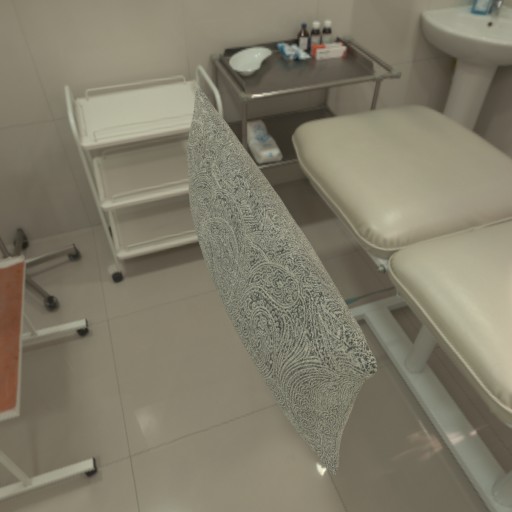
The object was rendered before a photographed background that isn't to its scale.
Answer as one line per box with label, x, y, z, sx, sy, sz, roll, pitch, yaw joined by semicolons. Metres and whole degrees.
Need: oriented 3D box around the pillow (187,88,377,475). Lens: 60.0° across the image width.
pillow;0.000;0.000;0.708;0.151;0.295;0.615;-15;47;-14
